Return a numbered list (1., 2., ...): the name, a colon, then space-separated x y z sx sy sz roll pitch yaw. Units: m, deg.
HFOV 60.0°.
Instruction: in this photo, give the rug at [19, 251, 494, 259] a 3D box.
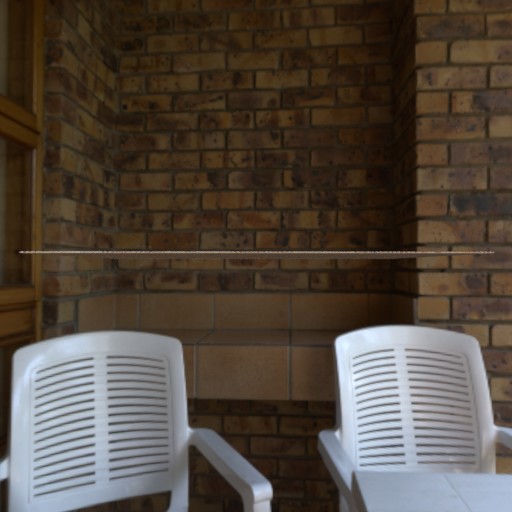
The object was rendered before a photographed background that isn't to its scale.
1. rug: 0.000 0.000 3.019 2.428 0.007 1.519 0 -1 -1
